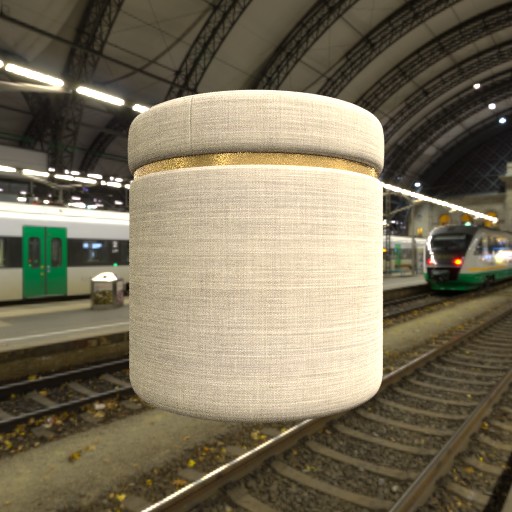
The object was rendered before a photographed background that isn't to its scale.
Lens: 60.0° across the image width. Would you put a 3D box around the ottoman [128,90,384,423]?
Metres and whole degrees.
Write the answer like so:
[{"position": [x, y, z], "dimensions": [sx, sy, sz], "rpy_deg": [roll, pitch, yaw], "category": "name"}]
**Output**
[{"position": [0.000, 0.000, 0.721], "dimensions": [0.400, 0.406, 0.400], "rpy_deg": [0, 0, 0], "category": "ottoman"}]
